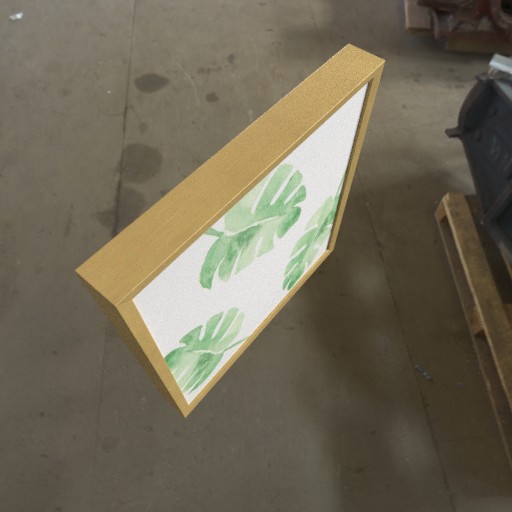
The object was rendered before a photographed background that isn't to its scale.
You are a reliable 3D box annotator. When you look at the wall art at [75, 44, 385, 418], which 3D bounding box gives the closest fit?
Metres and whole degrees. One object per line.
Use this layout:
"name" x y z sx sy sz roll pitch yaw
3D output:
"wall art" 0.000 0.000 0.458 0.038 0.305 0.305 35 65 20
